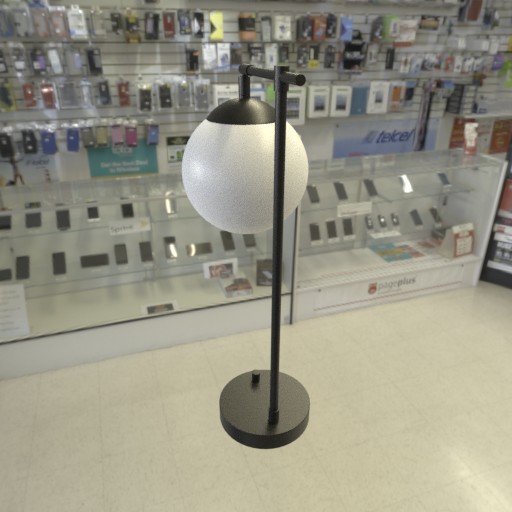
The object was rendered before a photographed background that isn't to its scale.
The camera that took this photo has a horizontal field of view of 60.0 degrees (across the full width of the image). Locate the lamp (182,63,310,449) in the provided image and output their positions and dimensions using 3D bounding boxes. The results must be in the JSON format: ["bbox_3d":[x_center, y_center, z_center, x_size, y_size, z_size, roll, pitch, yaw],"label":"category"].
[{"bbox_3d":[0.000,0.000,0.697,0.197,0.559,0.316,-7,27,-15],"label":"lamp"}]
